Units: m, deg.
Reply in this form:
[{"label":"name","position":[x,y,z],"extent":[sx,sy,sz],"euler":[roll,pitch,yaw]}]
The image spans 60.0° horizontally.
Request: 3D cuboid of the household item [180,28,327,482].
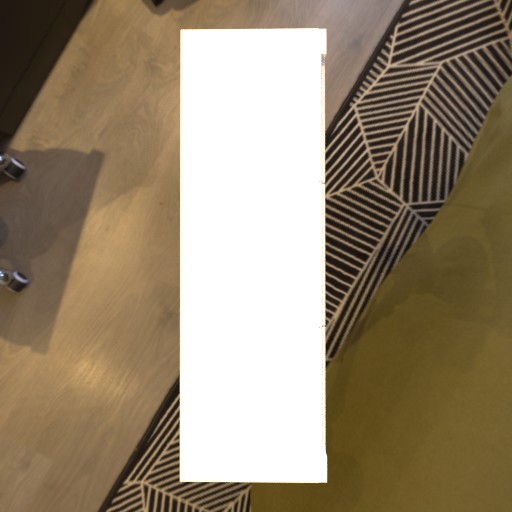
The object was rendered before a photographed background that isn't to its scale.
[{"label":"household item","position":[0.000,0.000,1.705],"extent":[0.420,0.867,1.300],"euler":[0,89,1]}]
